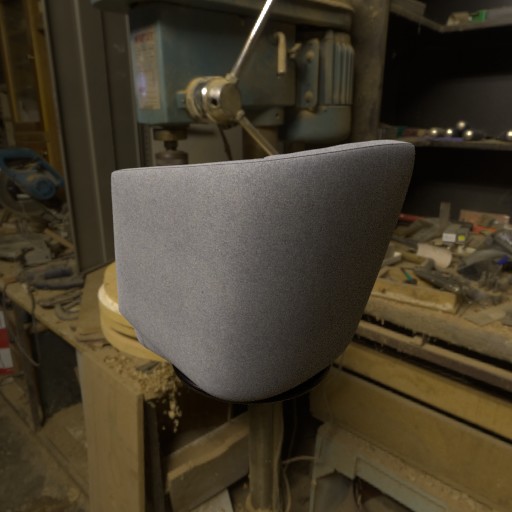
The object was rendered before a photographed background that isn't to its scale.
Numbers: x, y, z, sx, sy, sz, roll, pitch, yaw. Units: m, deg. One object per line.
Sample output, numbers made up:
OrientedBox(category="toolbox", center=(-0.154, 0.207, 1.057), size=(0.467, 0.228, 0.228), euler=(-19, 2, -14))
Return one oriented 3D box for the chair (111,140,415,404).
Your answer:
OrientedBox(category="chair", center=(0.000, 0.000, 1.643), size=(0.986, 0.861, 0.822), euler=(16, 24, 41))
